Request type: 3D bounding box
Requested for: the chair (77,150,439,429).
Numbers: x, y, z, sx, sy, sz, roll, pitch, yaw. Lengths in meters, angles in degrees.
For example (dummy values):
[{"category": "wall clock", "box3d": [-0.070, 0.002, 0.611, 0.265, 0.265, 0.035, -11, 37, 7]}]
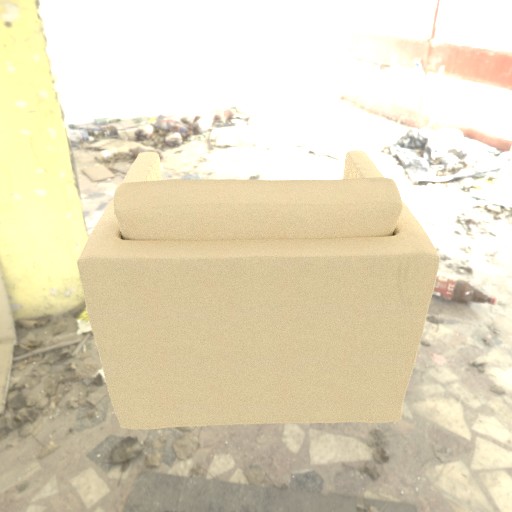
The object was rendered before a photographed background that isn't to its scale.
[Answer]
[{"category": "chair", "box3d": [0.000, 0.000, 1.759, 1.057, 0.851, 0.947, -1, 31, -2]}]
